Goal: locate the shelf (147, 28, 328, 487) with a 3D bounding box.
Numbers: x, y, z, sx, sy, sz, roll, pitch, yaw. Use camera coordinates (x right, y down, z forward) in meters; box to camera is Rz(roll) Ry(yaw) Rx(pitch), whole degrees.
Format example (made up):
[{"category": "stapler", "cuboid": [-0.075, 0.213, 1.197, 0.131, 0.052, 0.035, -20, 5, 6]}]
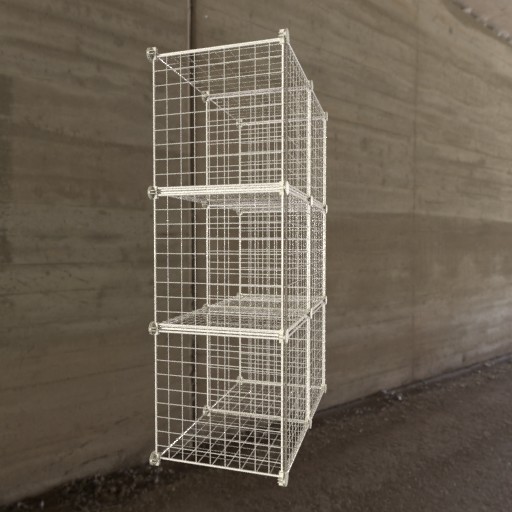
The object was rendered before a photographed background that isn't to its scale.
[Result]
[{"category": "shelf", "cuboid": [0.000, 0.000, 1.409, 0.356, 1.067, 0.711, 1, 2, 17]}]
